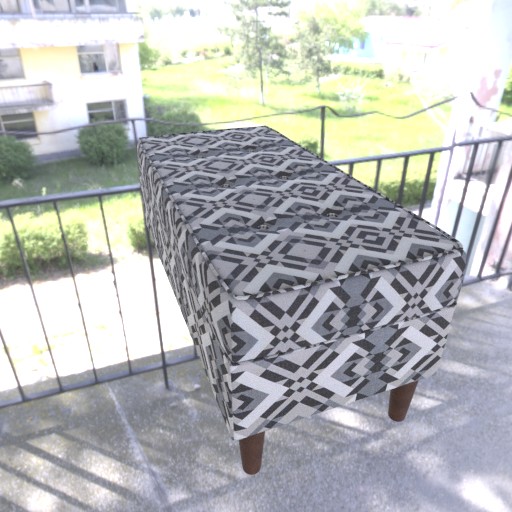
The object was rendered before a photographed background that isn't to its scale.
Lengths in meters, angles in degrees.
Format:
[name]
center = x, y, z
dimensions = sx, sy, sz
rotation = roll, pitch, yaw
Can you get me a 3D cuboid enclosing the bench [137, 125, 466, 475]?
[bench]
center = 0.000, 0.000, 1.263
dimensions = 0.492, 0.477, 1.016
rotation = -11, 32, -18
